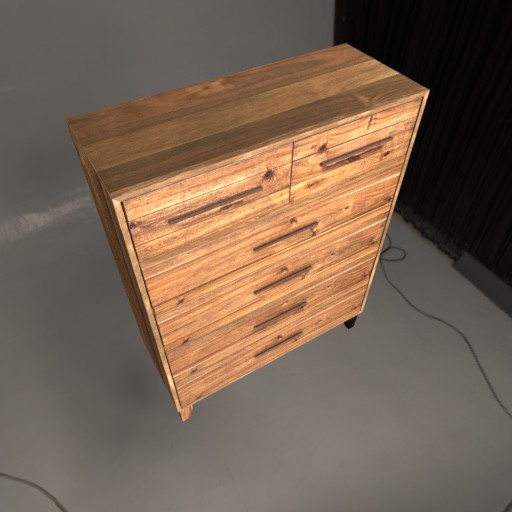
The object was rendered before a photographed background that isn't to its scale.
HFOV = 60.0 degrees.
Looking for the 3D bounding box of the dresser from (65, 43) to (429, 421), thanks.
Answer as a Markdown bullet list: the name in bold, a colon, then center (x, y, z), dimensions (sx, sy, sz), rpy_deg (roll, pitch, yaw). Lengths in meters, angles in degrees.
- **dresser**: center (0.000, 0.000, 1.888), dimensions (1.062, 1.393, 0.442), rpy_deg (-24, 52, -20)
